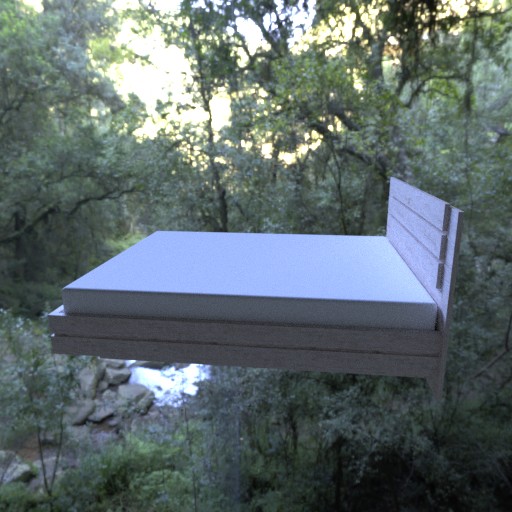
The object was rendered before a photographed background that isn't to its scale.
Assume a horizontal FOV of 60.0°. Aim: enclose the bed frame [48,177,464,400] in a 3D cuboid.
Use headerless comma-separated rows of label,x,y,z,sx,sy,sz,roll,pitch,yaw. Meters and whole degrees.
bed frame,0.000,0.000,3.055,2.080,0.970,1.750,2,15,7
